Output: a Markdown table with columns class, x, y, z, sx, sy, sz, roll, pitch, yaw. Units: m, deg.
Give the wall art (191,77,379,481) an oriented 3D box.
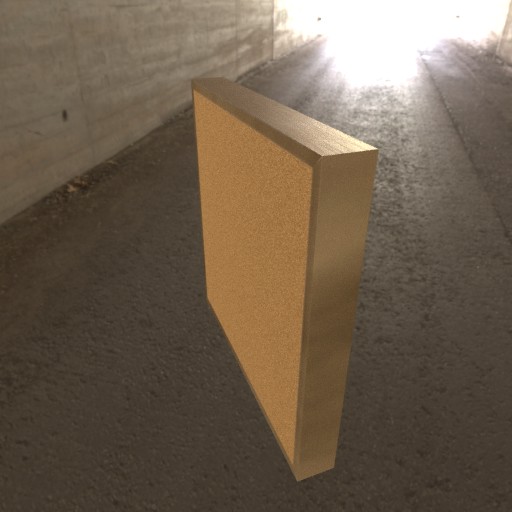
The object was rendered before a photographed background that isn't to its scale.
| class | x | y | z | sx | sy | sz | roll | pitch | yaw |
| --- | --- | --- | --- | --- | --- | --- | --- | --- | --- |
| wall art | 0.000 | 0.000 | 0.457 | 0.038 | 0.303 | 0.305 | -11 | 32 | -18 |
